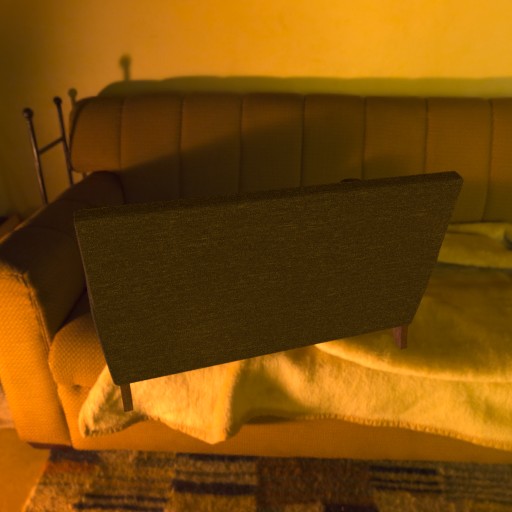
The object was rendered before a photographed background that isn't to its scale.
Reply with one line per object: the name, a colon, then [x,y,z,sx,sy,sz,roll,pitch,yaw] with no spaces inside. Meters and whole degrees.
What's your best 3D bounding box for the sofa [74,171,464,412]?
sofa: [0.000,0.000,2.090,1.509,0.905,0.867,-8,28,-16]
